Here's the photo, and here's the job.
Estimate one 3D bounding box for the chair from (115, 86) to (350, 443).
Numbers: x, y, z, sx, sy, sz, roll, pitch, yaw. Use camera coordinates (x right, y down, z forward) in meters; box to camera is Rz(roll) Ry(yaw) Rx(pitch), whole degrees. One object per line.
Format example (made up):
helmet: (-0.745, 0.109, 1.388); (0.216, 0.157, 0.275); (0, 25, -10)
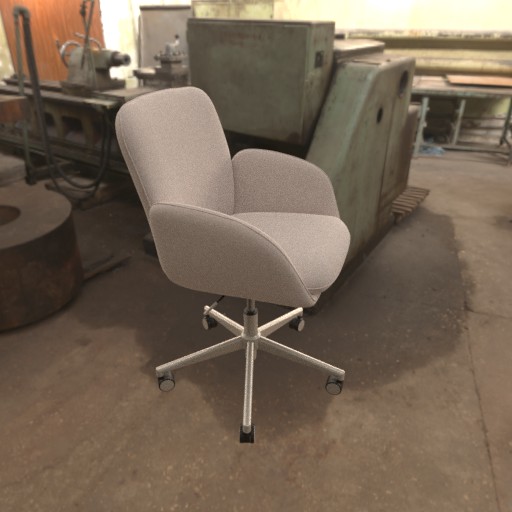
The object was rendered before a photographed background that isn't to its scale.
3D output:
chair: (0.000, 0.000, 1.399); (0.633, 0.959, 0.648); (10, 30, 17)
